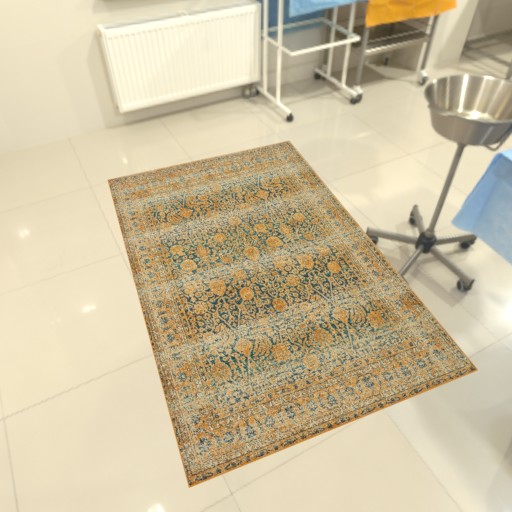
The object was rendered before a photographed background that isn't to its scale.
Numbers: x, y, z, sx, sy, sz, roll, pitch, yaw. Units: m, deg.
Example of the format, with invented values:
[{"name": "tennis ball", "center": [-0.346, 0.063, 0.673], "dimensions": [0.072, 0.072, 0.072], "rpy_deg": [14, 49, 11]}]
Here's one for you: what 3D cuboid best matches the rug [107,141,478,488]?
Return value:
[{"name": "rug", "center": [0.000, 0.000, 2.827], "dimensions": [1.525, 0.007, 2.336], "rpy_deg": [-16, 48, -15]}]
